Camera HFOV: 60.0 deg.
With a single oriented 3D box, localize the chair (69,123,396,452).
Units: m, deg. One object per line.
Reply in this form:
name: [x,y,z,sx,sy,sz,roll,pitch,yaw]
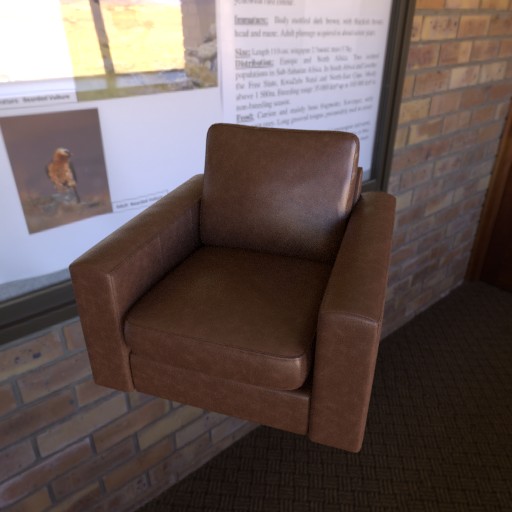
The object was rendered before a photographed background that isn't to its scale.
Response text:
chair: [0.000,0.000,1.753,1.005,0.873,1.016,9,29,16]
